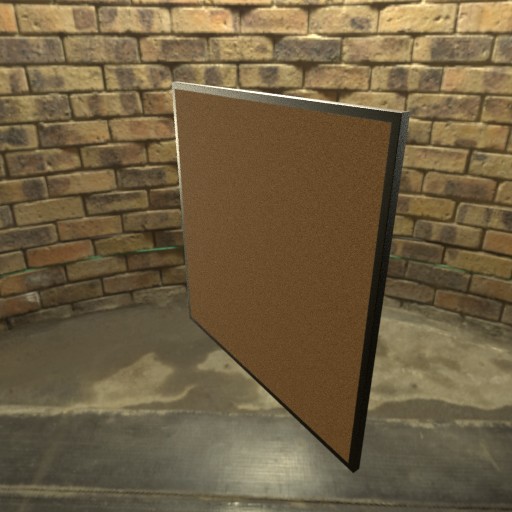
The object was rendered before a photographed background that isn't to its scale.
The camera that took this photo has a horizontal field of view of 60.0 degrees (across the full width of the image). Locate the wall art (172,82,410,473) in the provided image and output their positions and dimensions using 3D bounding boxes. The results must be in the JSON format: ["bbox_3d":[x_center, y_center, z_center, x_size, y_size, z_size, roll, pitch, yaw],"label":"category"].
[{"bbox_3d":[0.000,0.000,0.660,0.012,0.458,0.457,-17,30,-32],"label":"wall art"}]
